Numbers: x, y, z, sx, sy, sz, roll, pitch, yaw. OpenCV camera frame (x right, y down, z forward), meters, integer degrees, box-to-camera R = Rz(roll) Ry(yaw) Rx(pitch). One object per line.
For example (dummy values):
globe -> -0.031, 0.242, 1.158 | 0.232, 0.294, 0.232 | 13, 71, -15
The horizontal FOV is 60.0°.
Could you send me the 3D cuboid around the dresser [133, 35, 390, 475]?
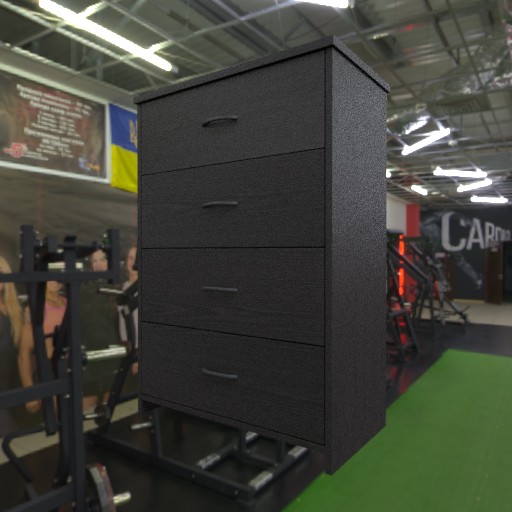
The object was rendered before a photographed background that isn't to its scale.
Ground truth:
dresser -> 0.000, 0.000, 1.375 | 0.704, 1.020, 0.399 | 0, 1, 36
